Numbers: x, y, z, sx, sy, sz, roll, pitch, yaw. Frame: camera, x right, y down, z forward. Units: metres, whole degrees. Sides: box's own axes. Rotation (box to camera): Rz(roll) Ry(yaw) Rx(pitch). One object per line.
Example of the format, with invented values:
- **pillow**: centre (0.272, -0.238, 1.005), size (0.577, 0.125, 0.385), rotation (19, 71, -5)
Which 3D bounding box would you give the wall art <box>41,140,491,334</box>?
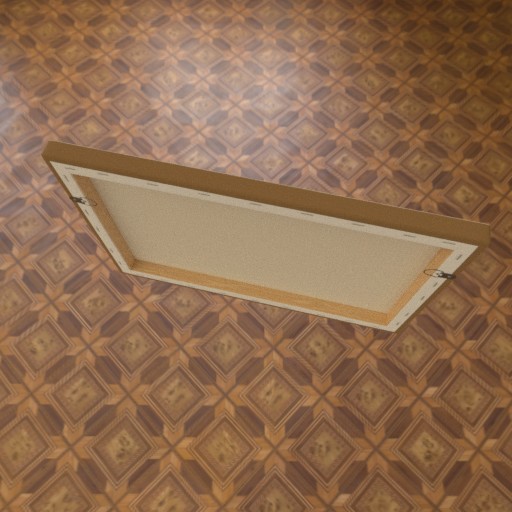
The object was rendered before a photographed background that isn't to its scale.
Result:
- **wall art**: centre (0.000, 0.000, 0.480), size (0.380, 0.254, 0.019), rotation (12, 65, 6)
